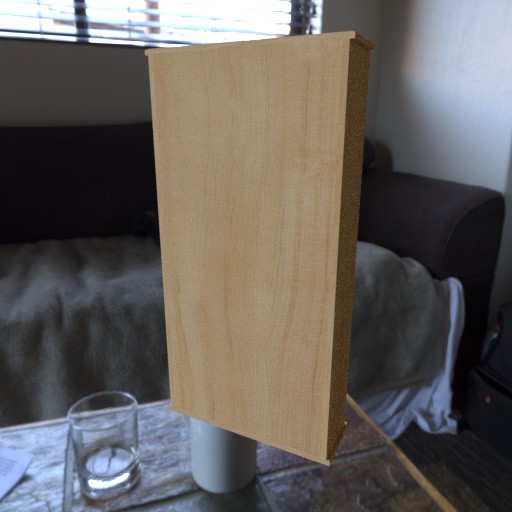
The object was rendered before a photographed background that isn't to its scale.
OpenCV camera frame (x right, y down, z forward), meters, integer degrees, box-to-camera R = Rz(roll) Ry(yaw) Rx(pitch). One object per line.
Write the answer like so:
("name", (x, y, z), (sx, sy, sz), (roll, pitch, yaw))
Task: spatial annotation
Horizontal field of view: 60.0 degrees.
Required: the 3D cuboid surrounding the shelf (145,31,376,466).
("shelf", (0.000, 0.000, 1.191), (0.520, 1.030, 0.175), (9, 19, 26))
